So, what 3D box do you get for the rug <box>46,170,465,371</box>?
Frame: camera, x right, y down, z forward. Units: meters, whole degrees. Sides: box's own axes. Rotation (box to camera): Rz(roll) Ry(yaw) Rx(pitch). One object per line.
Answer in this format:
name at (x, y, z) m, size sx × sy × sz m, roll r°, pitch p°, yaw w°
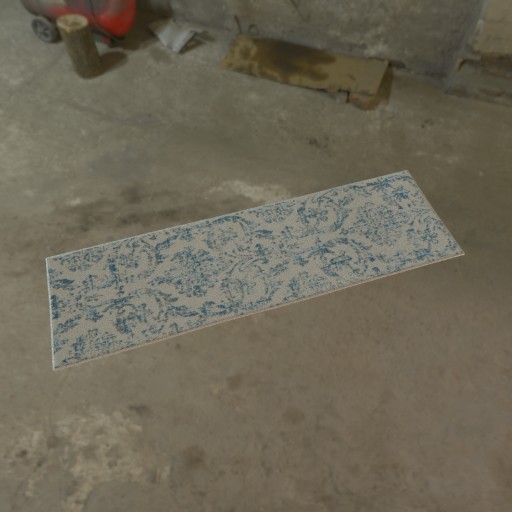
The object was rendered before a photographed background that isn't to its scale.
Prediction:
rug at (0.000, 0.000, 2.424) m, size 2.196 × 0.011 × 0.662 m, roll -15°, pitch 58°, yaw -9°
